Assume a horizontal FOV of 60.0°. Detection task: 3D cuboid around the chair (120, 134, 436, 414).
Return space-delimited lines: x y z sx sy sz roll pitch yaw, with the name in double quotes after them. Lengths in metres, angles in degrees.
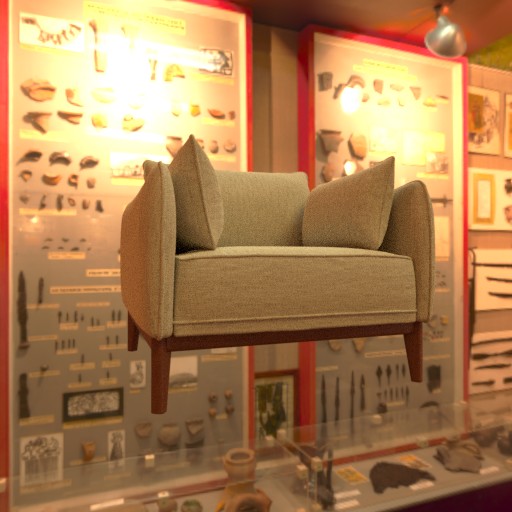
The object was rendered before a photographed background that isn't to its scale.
0.000 0.000 1.751 0.994 0.855 0.991 0 0 -20 "chair"
